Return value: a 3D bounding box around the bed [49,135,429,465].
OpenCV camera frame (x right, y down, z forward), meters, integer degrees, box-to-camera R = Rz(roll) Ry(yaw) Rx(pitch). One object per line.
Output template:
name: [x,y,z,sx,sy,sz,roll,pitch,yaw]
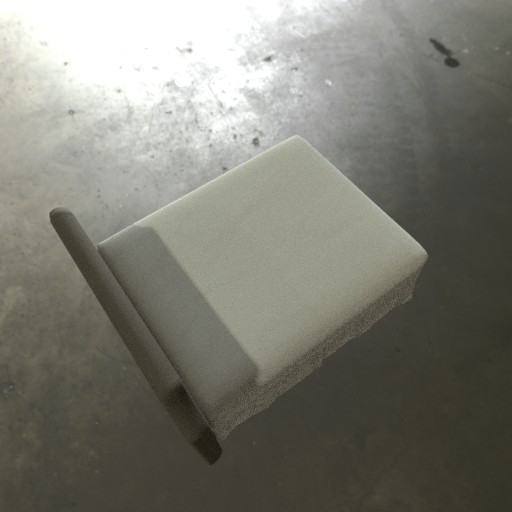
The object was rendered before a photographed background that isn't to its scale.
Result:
bed: [0.000,0.000,3.319,2.181,1.297,1.831,-32,65,-18]
